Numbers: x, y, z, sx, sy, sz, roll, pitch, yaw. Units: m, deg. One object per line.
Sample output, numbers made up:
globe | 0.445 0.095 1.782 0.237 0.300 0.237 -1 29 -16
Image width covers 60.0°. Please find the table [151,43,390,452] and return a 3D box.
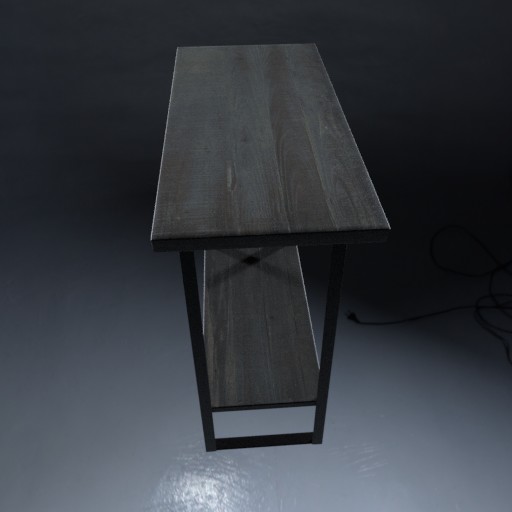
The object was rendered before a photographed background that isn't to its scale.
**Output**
table | 0.000 0.000 1.009 0.300 0.701 0.599 -3 46 -3
